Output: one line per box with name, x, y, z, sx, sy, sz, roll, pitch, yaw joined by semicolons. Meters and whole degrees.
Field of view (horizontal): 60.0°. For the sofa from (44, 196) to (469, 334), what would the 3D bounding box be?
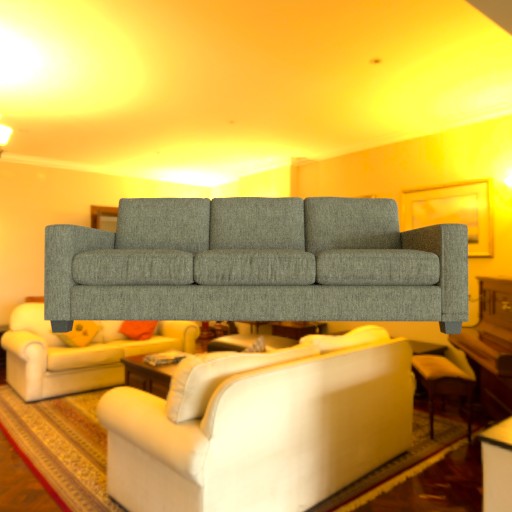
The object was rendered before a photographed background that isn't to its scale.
sofa;0.000;0.000;2.676;2.160;0.800;0.900;0;-1;1
